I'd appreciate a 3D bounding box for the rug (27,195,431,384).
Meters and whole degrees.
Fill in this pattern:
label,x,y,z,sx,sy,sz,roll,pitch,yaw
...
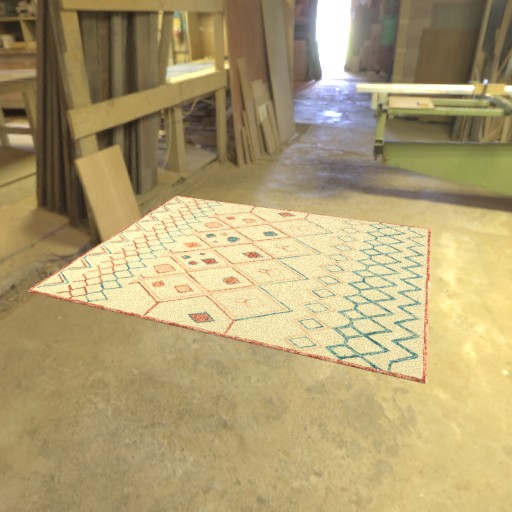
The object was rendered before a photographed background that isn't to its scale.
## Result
label,x,y,z,sx,sy,sz,roll,pitch,yaw
rug,0.000,0.000,4.125,3.050,0.016,2.441,9,29,18
